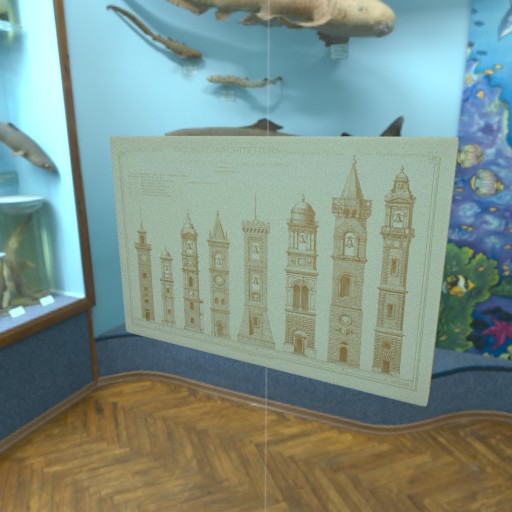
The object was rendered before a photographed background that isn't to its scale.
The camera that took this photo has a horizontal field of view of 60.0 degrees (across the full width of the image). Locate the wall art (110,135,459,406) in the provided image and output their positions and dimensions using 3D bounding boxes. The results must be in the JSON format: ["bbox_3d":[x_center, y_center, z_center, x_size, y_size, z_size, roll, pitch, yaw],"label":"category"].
[{"bbox_3d":[0.000,0.000,0.486,0.380,0.254,0.019,8,17,26],"label":"wall art"}]
